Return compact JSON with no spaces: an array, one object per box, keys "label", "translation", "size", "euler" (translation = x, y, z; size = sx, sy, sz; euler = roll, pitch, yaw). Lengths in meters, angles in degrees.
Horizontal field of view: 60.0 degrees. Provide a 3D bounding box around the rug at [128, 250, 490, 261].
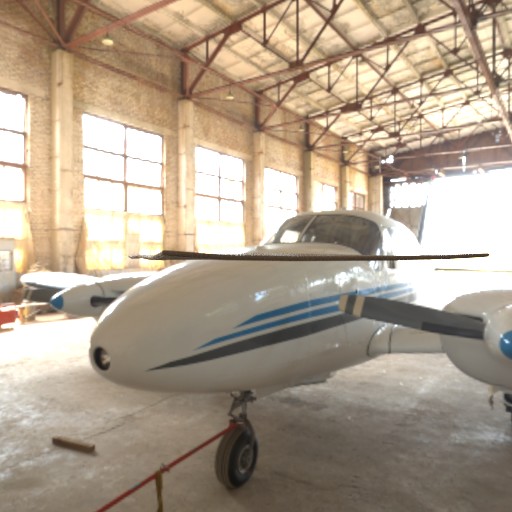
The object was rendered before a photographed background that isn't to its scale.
[{"label":"rug","translation":[0.000,0.000,3.009],"size":[1.553,0.053,2.430],"euler":[0,0,-19]}]
